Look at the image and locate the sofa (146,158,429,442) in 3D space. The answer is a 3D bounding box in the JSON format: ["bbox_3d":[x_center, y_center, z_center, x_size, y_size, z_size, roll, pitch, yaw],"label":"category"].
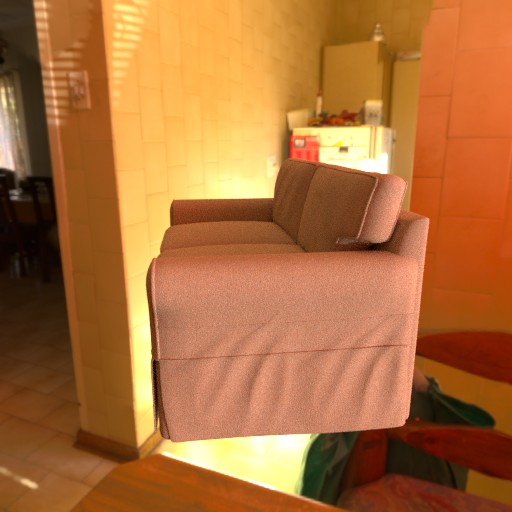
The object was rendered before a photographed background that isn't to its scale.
[{"bbox_3d":[0.000,0.000,2.303,0.991,0.940,1.727,-2,15,-7],"label":"sofa"}]
